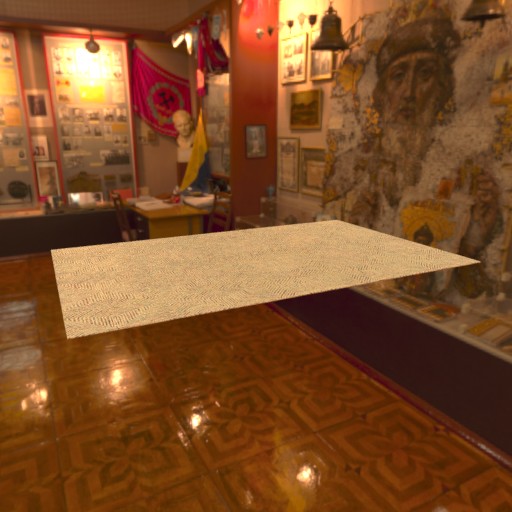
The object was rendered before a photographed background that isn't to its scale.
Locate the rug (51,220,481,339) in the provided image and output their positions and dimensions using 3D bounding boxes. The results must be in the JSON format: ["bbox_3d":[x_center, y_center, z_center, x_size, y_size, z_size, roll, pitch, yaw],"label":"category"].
[{"bbox_3d":[0.000,0.000,2.939,2.428,0.007,1.519,-8,18,-25],"label":"rug"}]
